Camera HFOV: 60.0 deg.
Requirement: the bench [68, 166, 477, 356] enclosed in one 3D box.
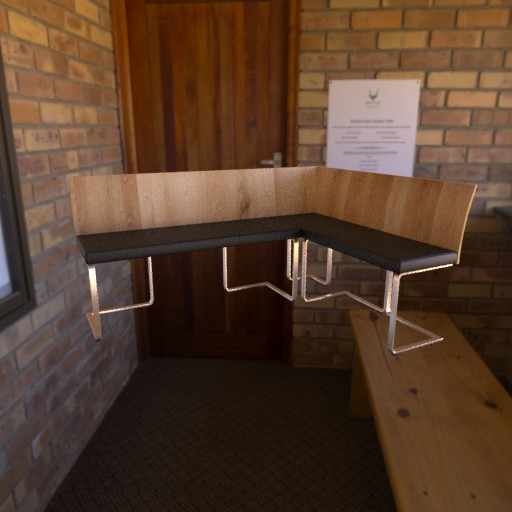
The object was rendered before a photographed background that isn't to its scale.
[{"bbox_3d":[0.000,0.000,2.751,1.945,0.930,1.495,-8,18,-26],"label":"bench"}]
